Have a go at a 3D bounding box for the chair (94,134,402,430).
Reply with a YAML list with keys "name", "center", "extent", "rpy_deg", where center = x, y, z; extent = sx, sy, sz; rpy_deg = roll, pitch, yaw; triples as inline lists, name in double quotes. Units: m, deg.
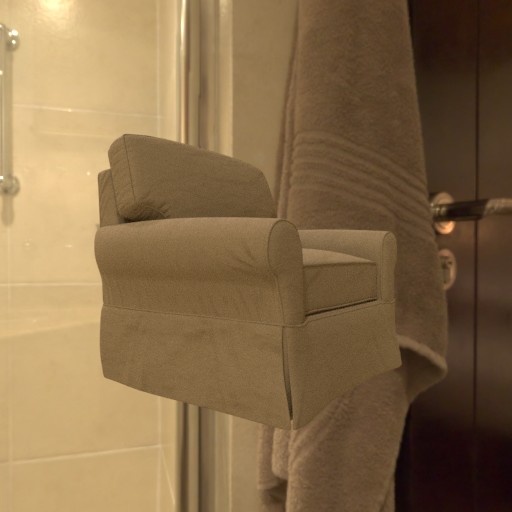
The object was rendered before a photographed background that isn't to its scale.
- name: "chair"
  center: [0.000, 0.000, 1.952]
  extent: [0.988, 1.017, 1.135]
  rpy_deg: [0, 0, 36]
